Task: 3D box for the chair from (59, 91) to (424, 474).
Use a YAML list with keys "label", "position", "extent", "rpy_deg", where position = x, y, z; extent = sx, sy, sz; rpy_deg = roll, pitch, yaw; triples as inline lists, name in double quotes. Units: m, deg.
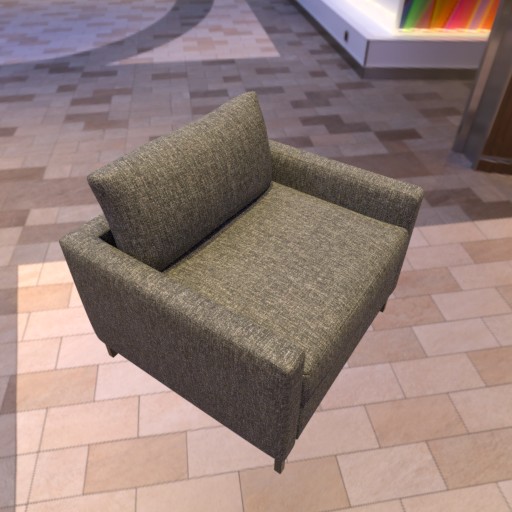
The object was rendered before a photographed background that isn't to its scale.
- label: "chair"
  position: [0.000, 0.000, 1.598]
  extent: [0.866, 0.861, 0.963]
  rpy_deg: [25, 47, 25]
